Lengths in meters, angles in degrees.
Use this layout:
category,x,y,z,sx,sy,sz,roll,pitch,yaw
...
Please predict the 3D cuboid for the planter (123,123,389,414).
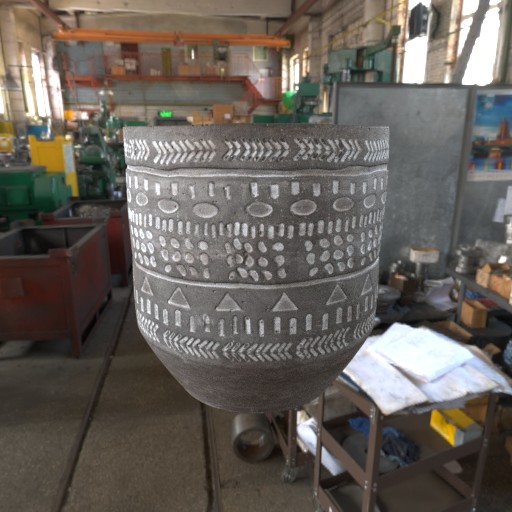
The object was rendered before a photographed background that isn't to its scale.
category,x,y,z,sx,sy,sz,roll,pitch,yaw
planter,0.000,0.000,0.225,0.122,0.128,0.122,0,16,0
